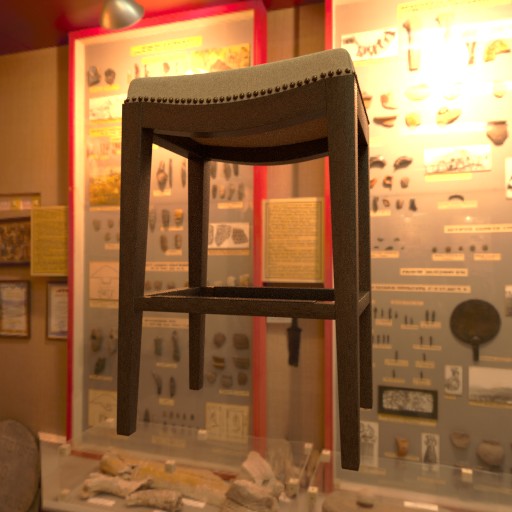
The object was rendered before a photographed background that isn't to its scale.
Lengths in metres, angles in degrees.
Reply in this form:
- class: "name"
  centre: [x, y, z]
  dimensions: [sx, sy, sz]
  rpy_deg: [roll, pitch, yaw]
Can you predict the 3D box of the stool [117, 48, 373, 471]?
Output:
- class: "stool"
  centre: [0.000, 0.000, 1.018]
  dimensions: [0.498, 0.759, 0.358]
  rpy_deg: [0, 0, 19]
